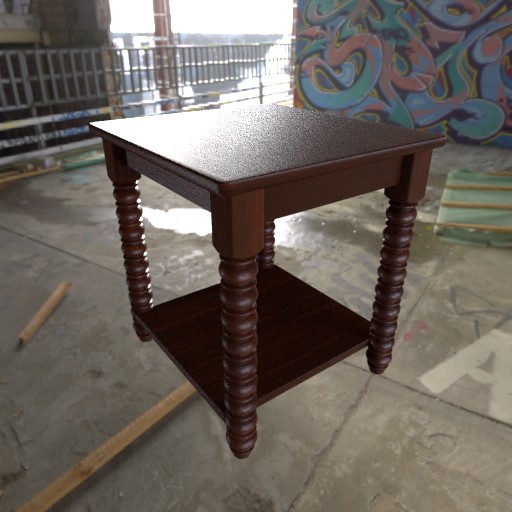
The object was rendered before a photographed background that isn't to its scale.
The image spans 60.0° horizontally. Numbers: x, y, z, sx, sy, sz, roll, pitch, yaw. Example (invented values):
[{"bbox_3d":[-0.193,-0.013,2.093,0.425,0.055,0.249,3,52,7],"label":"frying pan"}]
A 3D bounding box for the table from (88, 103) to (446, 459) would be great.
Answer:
[{"bbox_3d":[0.000,0.000,1.010,0.500,0.567,0.533,-18,32,-32],"label":"table"}]
